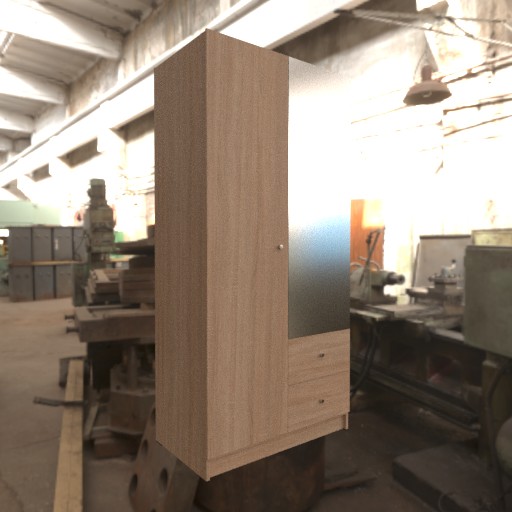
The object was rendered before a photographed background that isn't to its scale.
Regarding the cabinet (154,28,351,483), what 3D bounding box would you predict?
[{"bbox_3d":[0.000,0.000,2.585,1.001,2.121,0.590,-1,2,-37],"label":"cabinet"}]
